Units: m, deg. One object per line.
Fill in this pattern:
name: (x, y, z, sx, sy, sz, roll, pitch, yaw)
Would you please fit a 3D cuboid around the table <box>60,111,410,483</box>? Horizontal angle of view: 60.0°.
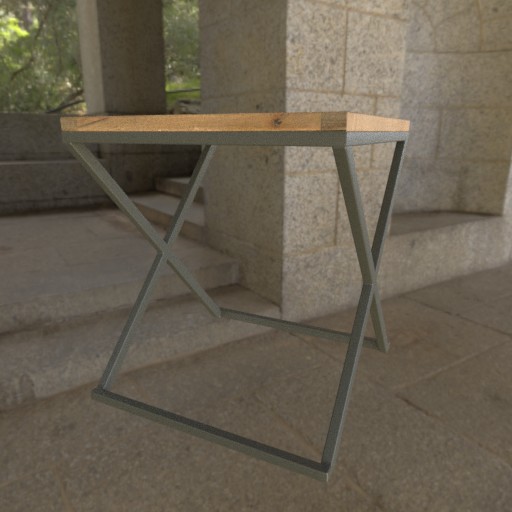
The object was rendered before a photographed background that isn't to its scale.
table: (0.000, 0.000, 0.929, 0.499, 0.550, 0.498, 8, 17, 26)
